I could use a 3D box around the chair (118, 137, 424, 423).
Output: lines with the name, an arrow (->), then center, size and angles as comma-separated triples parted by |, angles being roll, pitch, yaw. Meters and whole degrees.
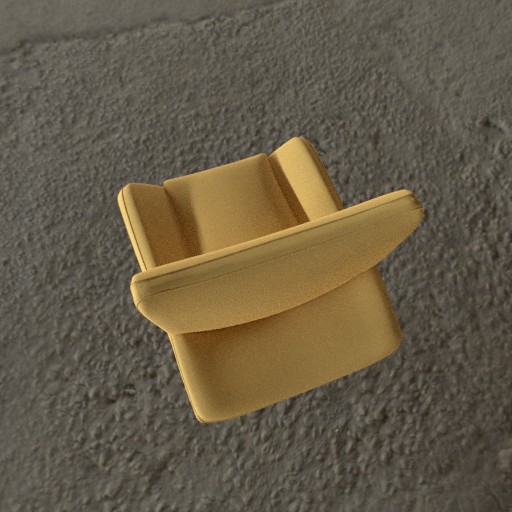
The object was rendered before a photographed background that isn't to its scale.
chair -> 0.000, 0.000, 1.655 | 0.859, 0.855, 1.008 | -18, 61, -10
